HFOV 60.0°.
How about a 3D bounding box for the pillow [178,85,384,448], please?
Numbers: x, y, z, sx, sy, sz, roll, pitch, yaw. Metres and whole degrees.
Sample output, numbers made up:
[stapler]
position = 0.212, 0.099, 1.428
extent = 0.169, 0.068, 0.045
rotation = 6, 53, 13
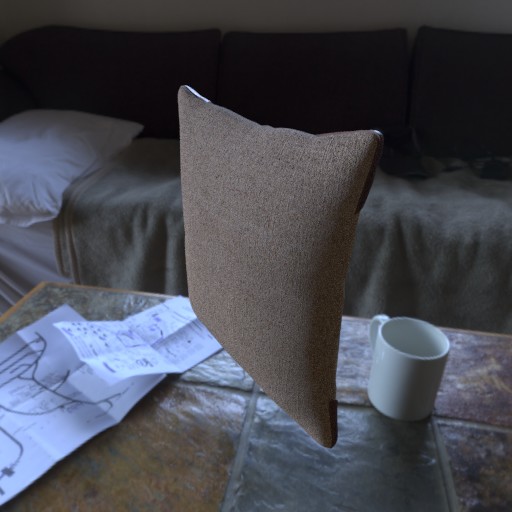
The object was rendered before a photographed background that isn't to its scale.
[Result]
[pillow]
position = 0.000, 0.000, 0.671
extent = 0.147, 0.448, 0.437
rotation = -17, 32, -30
